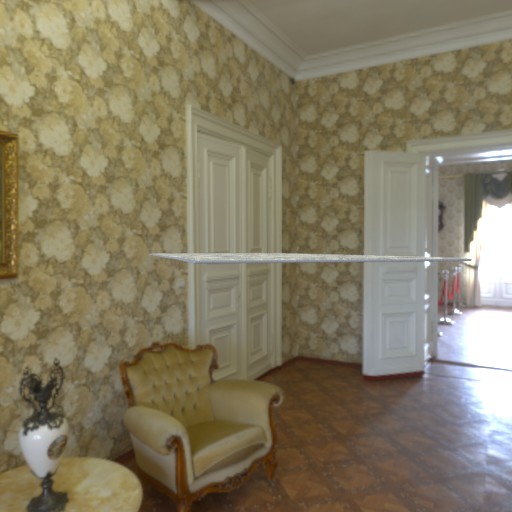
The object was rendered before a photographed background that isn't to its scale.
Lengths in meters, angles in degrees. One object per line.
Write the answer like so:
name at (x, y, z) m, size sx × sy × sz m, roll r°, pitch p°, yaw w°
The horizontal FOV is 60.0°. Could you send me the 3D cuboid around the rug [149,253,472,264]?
rug at (0.000, 0.000, 1.451) m, size 0.604 × 0.007 × 1.219 m, roll 0°, pitch 1°, yaw -17°
